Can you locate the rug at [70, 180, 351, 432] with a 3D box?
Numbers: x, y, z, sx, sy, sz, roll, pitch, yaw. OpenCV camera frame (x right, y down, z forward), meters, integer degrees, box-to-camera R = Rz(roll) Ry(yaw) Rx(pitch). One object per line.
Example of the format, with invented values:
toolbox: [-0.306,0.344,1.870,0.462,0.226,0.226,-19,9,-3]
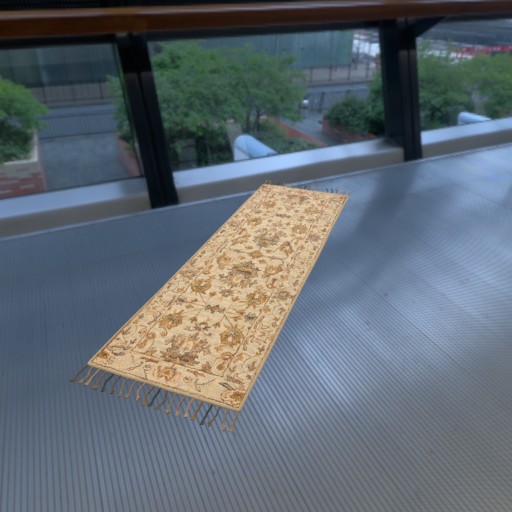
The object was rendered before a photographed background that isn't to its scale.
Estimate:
rug: [0.000,0.000,2.693,0.729,0.021,2.438,11,32,18]
